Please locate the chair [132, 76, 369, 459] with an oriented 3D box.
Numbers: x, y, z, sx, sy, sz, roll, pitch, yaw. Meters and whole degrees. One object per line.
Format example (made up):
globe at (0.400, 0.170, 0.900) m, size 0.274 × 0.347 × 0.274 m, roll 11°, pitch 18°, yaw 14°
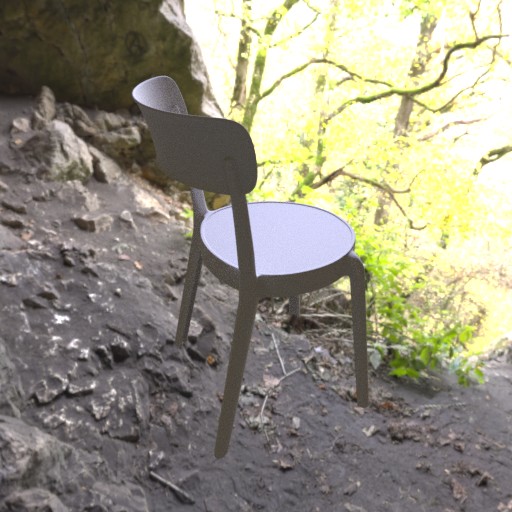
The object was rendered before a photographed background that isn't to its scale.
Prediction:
chair at (0.000, 0.000, 1.099) m, size 0.491 × 0.790 × 0.506 m, roll -11°, pitch 32°, yaw -19°
